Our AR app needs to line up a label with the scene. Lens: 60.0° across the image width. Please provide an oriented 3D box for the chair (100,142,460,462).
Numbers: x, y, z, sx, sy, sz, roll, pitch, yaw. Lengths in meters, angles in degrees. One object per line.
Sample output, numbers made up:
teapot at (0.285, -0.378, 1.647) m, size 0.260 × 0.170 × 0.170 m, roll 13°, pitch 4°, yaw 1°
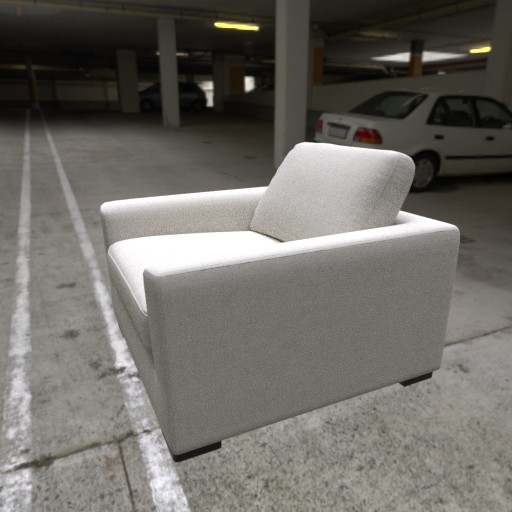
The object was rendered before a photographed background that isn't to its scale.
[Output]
chair at (0.000, 0.000, 1.834) m, size 1.100 × 0.876 × 1.070 m, roll -8°, pitch 20°, yaw -24°
